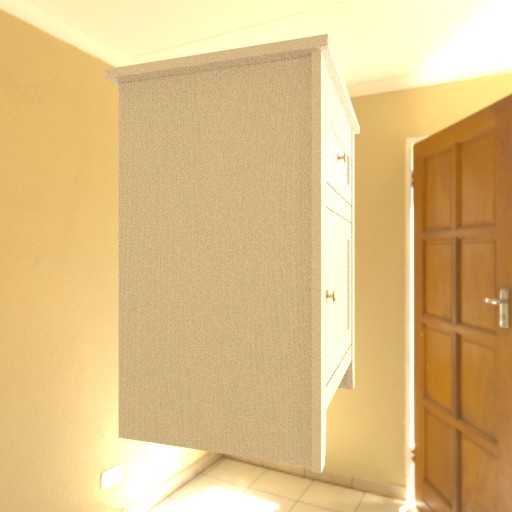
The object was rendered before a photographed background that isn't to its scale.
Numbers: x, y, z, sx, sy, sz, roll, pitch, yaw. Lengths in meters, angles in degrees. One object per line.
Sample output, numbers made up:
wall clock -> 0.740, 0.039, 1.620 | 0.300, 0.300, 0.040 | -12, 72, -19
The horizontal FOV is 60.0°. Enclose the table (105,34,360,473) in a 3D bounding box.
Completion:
table -> 0.000, 0.000, 0.920 | 0.381, 0.635, 0.480 | 0, 0, 18
